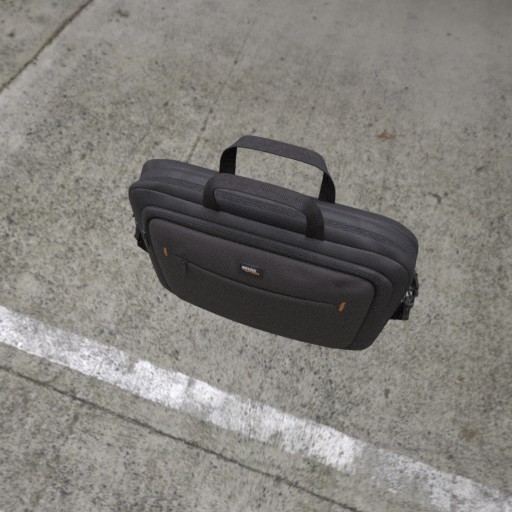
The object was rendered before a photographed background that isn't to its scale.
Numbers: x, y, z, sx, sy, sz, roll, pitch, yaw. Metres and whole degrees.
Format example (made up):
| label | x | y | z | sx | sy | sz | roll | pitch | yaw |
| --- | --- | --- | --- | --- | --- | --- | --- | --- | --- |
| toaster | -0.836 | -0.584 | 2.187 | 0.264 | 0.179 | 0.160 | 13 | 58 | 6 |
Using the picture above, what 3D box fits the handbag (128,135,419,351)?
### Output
| label | x | y | z | sx | sy | sz | roll | pitch | yaw |
| --- | --- | --- | --- | --- | --- | --- | --- | --- | --- |
| handbag | 0.000 | 0.000 | 0.437 | 0.320 | 0.244 | 0.089 | 17 | 60 | 10 |
